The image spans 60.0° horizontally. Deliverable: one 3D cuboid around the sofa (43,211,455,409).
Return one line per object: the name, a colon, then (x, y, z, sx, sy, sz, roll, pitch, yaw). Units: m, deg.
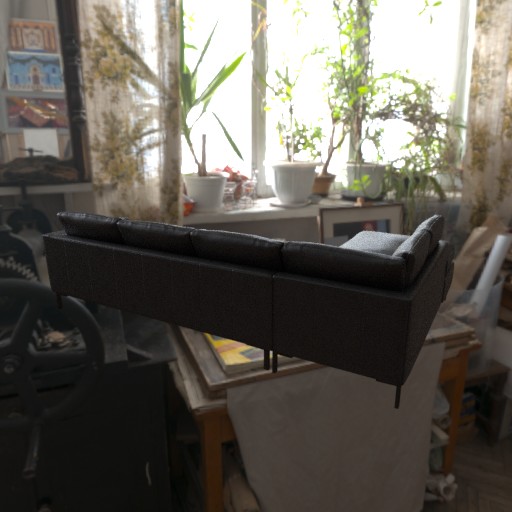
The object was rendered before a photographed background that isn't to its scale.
sofa: (0.000, 0.000, 3.821, 2.984, 0.877, 1.938, 9, 19, 28)
